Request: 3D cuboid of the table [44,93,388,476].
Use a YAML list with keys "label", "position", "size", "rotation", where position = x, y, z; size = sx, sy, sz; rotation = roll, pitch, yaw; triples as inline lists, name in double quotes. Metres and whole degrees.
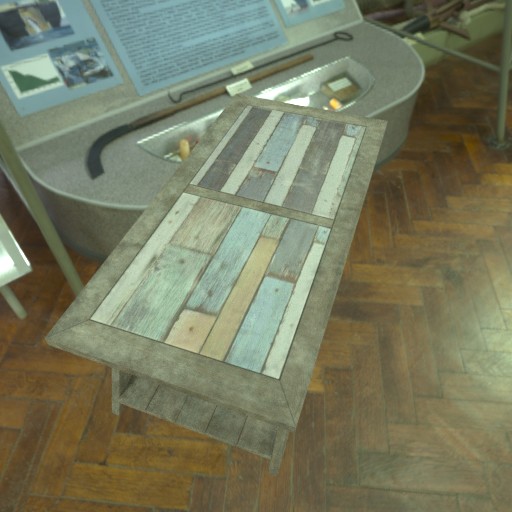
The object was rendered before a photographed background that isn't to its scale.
- label: "table"
  position: [0.000, 0.000, 1.521]
  size: [0.610, 0.470, 1.219]
  rotation: [15, 50, 13]
